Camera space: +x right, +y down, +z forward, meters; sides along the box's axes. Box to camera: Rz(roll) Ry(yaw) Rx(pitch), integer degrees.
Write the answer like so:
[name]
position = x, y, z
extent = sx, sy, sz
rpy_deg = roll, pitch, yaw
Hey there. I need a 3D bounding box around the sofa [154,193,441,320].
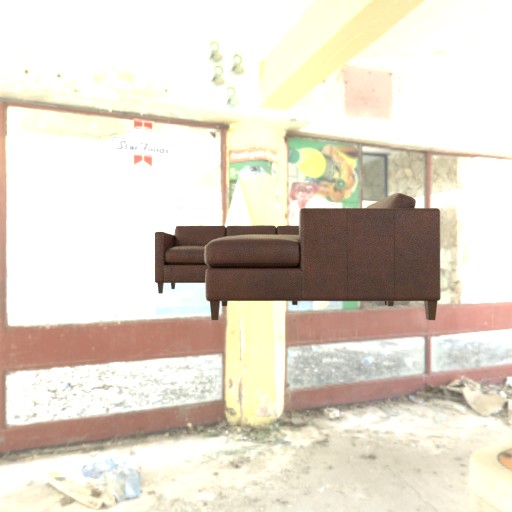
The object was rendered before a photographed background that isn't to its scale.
[sofa]
position = 0.000, 0.000, 4.582
extent = 2.452, 0.891, 3.324
rpy_deg = 0, -1, 0
